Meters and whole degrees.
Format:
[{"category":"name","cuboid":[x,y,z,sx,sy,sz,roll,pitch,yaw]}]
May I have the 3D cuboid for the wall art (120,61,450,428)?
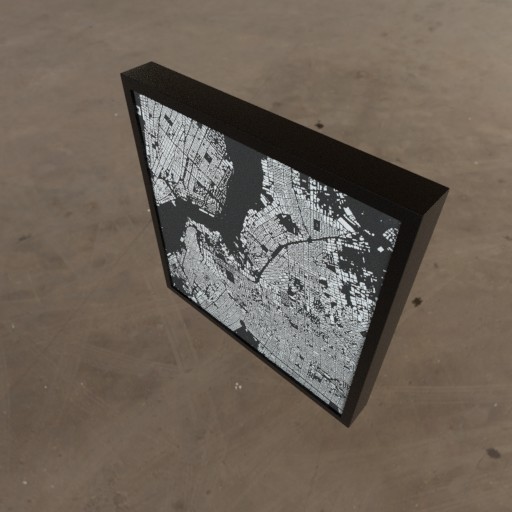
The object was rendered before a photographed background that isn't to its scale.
[{"category":"wall art","cuboid":[0.000,0.000,0.449,0.299,0.299,0.037,33,54,28]}]
